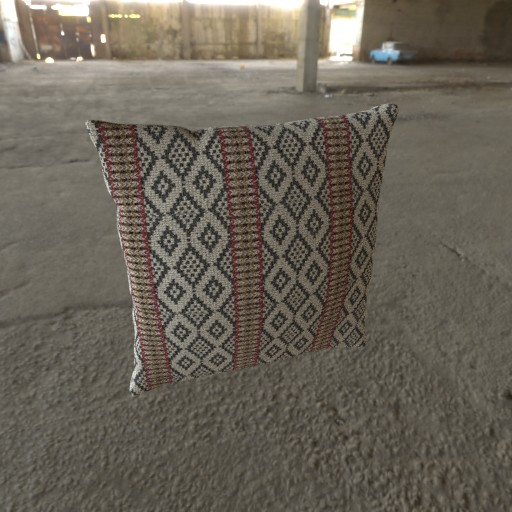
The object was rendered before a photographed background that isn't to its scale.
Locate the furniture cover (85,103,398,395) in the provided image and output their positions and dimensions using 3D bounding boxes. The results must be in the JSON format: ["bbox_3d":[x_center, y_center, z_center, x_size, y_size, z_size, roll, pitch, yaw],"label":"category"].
[{"bbox_3d":[0.000,0.000,0.799,0.503,0.506,0.182,-8,27,-16],"label":"furniture cover"}]
